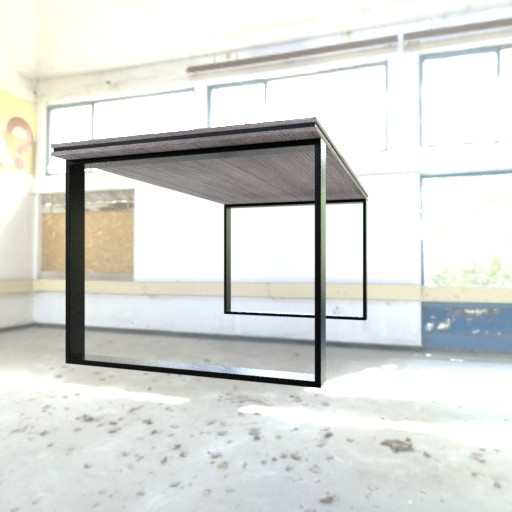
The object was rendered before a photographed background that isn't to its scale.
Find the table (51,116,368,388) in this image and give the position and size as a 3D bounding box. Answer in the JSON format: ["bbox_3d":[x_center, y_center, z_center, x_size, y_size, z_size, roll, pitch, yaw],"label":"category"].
[{"bbox_3d":[0.000,0.000,2.058,0.881,0.736,1.579,0,0,19],"label":"table"}]
